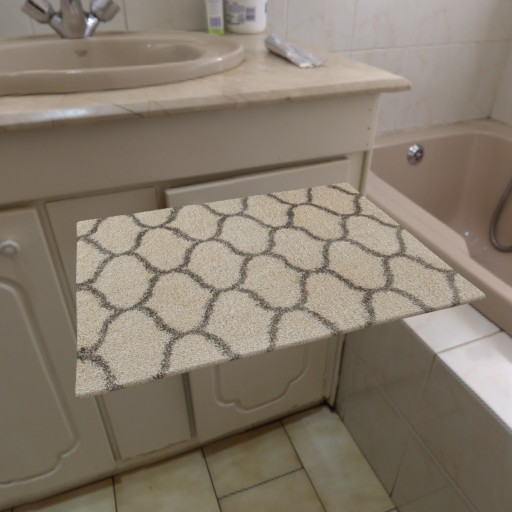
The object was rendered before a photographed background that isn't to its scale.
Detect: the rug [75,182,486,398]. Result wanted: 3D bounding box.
[{"bbox_3d":[0.000,0.000,2.083,1.600,0.025,1.200,-10,35,-15],"label":"rug"}]
